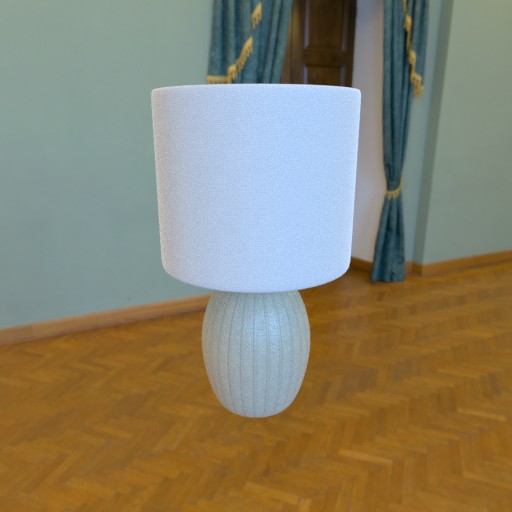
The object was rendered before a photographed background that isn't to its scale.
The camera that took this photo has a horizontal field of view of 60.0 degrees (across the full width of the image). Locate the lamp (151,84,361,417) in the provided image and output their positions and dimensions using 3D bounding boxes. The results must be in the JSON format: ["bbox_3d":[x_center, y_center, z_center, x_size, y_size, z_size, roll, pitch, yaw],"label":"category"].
[{"bbox_3d":[0.000,0.000,0.789,0.329,0.570,0.329,-8,19,-25],"label":"lamp"}]
